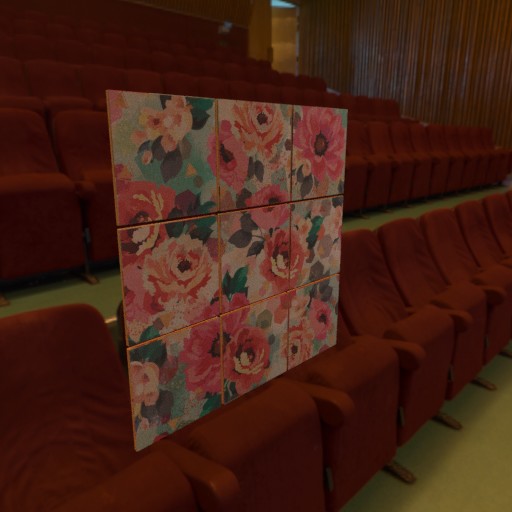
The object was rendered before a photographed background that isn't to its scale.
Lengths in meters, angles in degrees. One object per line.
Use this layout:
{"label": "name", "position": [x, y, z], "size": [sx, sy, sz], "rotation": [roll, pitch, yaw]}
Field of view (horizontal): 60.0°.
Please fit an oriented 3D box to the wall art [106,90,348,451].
{"label": "wall art", "position": [0.000, 0.000, 1.384], "size": [0.012, 0.910, 0.911], "rotation": [14, 20, 43]}
